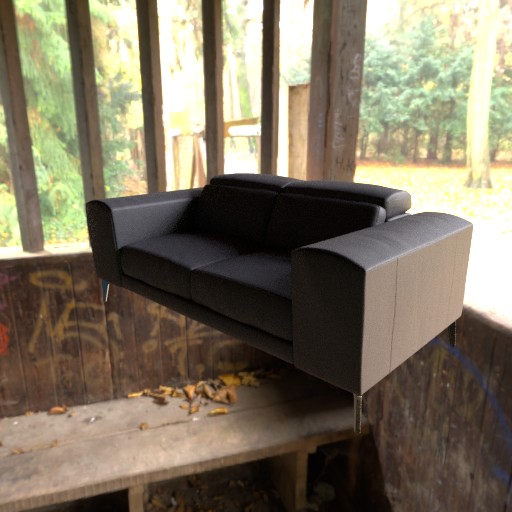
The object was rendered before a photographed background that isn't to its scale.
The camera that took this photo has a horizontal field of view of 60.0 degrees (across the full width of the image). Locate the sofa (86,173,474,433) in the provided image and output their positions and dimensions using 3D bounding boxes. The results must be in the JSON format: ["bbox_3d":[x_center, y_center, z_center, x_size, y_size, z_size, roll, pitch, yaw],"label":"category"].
[{"bbox_3d":[0.000,0.000,2.393,1.895,0.779,1.003,15,21,42],"label":"sofa"}]
